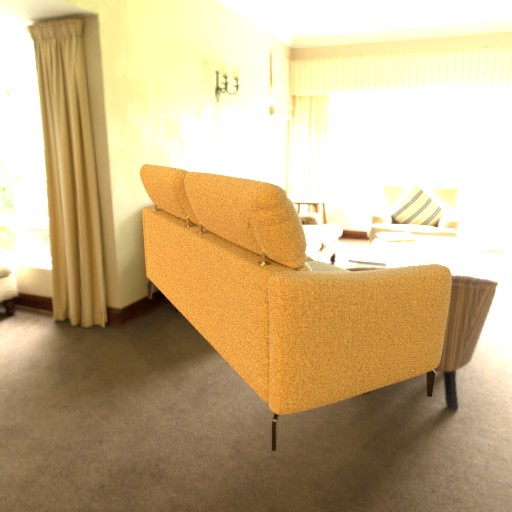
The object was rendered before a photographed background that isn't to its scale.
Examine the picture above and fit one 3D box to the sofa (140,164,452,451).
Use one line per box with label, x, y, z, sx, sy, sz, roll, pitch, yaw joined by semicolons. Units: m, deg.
sofa;0.000;0.000;2.462;0.856;0.956;2.015;-7;16;-26
